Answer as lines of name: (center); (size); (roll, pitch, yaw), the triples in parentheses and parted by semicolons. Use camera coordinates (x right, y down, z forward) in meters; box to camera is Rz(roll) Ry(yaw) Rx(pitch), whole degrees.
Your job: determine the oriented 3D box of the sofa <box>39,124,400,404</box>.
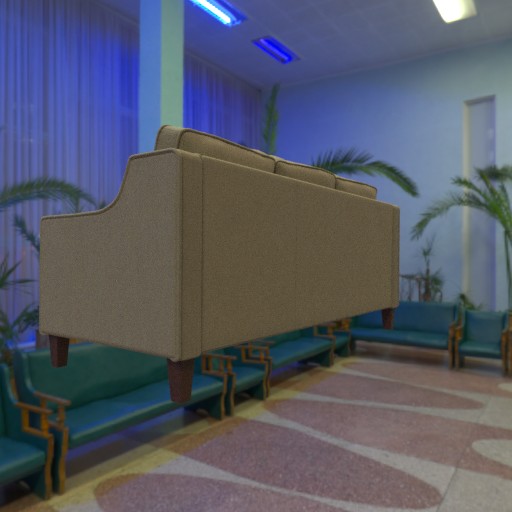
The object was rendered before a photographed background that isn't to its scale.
sofa: (0.000, 0.000, 2.461); (0.911, 0.974, 1.986); (0, 0, 38)
